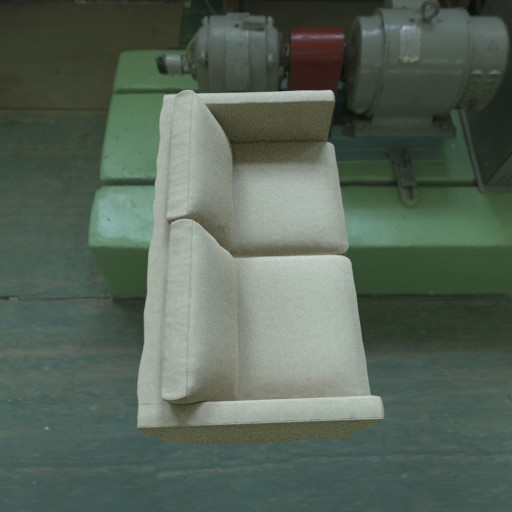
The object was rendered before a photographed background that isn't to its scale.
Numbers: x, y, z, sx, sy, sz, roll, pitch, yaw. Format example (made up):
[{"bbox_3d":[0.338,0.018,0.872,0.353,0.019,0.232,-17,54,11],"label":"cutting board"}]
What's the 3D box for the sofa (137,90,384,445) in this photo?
[{"bbox_3d":[0.000,0.000,2.263,0.962,0.835,1.719,-2,63,-1],"label":"sofa"}]
